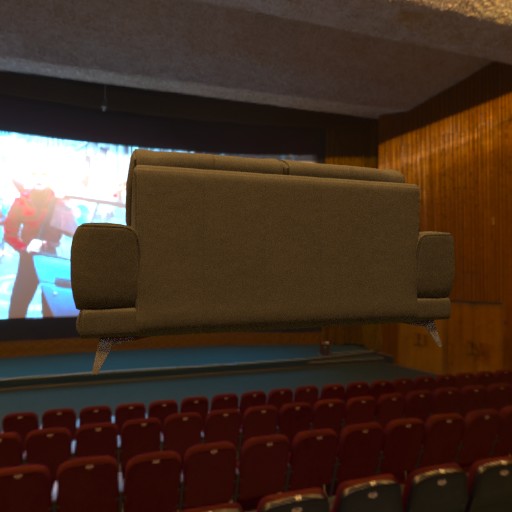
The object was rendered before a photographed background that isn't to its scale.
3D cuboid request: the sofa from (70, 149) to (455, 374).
[{"bbox_3d":[0.000,0.000,2.378,1.806,0.907,1.018,0,-1,-19],"label":"sofa"}]
